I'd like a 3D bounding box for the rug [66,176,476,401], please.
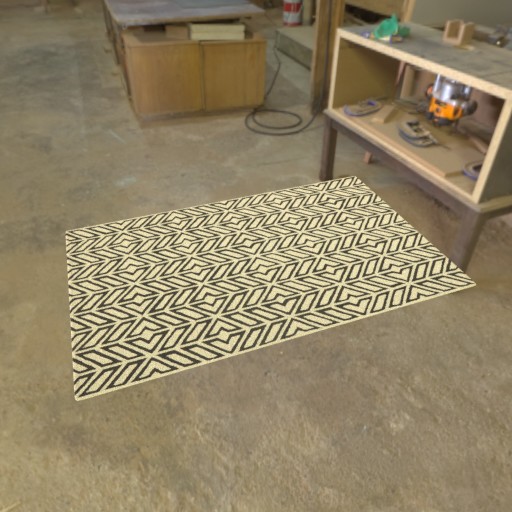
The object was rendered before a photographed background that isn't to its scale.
[{"bbox_3d":[0.000,0.000,3.046,2.438,0.008,1.523,-13,41,-16],"label":"rug"}]
